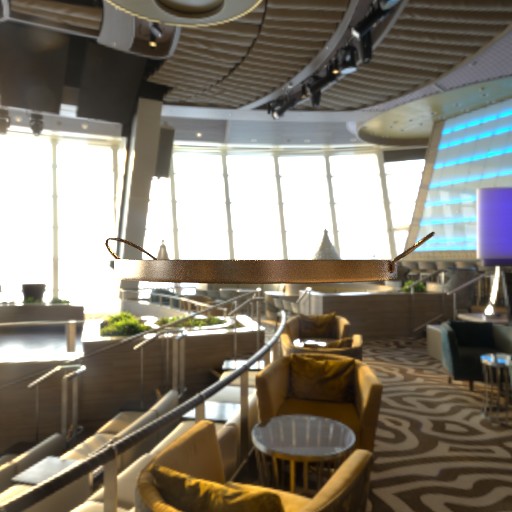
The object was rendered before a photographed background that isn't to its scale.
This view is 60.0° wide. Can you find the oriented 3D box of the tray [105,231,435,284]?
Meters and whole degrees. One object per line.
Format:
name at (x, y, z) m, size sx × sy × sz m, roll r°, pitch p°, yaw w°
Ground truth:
tray at (0.000, 0.000, 0.722) m, size 0.543 × 0.069 × 0.438 m, roll 0°, pitch -1°, yaw 17°
